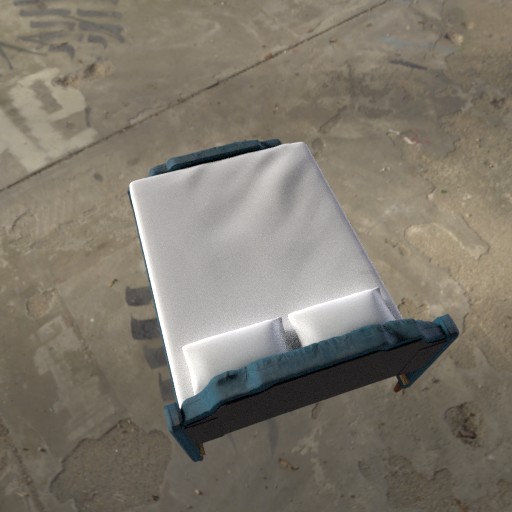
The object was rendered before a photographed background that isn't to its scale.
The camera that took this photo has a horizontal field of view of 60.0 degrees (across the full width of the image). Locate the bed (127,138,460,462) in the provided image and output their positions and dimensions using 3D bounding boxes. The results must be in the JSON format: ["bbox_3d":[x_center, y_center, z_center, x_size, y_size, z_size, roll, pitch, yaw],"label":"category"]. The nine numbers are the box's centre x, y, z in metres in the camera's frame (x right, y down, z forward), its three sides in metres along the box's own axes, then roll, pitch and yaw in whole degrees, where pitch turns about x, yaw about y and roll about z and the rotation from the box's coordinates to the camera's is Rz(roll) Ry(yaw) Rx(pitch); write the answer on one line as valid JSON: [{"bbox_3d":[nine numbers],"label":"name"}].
[{"bbox_3d":[0.000,0.000,3.344,1.676,1.351,2.322,-15,59,-10],"label":"bed"}]
